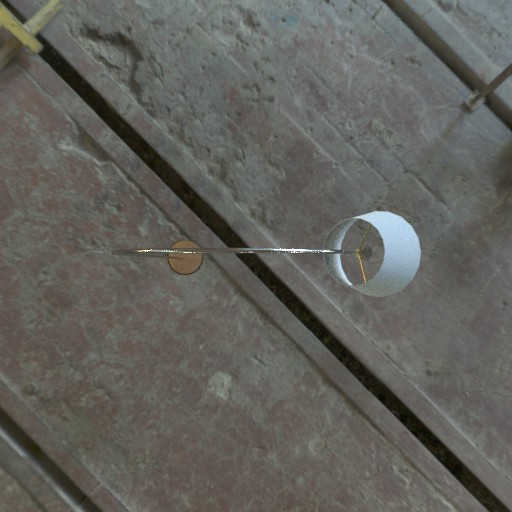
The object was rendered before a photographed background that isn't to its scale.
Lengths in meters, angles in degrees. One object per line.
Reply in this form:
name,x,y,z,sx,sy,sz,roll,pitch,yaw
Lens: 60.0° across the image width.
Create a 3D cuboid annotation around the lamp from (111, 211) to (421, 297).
lamp,0.000,0.000,2.659,1.445,2.098,0.406,0,89,-1
